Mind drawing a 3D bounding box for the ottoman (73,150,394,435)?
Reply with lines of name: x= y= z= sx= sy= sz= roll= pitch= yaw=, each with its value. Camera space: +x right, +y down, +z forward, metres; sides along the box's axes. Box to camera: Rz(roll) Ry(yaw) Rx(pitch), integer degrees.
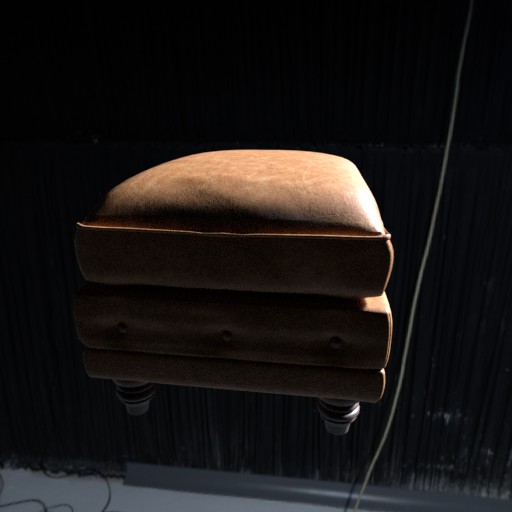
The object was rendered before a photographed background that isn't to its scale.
ottoman: x=0.000 y=0.000 z=1.048 sx=0.533 sy=0.480 sz=0.710 roll=3 pitch=17 yaw=8
